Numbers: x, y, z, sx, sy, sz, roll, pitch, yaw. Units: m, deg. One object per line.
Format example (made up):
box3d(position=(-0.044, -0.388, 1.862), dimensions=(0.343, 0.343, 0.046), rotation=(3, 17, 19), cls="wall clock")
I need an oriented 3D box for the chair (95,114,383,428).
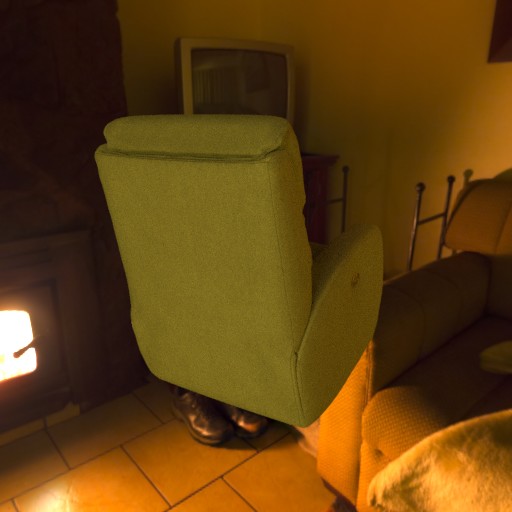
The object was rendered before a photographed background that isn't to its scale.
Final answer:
box3d(position=(0.000, 0.000, 1.675), dimensions=(0.794, 1.016, 0.940), rotation=(9, 20, 27), cls="chair")
